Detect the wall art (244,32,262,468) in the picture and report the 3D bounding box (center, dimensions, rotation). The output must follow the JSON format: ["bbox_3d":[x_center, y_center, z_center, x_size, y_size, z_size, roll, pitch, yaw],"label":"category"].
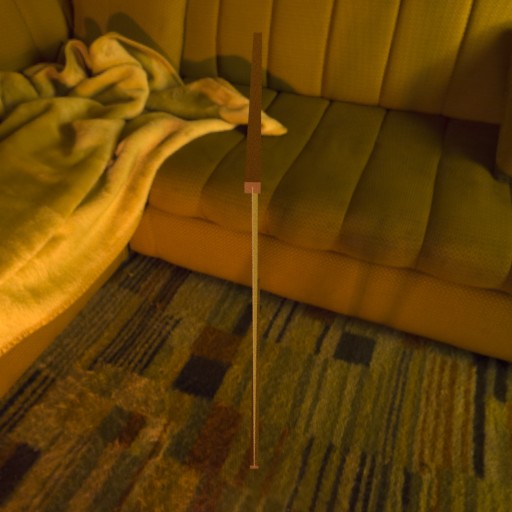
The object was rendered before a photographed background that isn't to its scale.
[{"bbox_3d":[0.000,0.000,0.660,0.012,0.508,0.405,1,41,1],"label":"wall art"}]
